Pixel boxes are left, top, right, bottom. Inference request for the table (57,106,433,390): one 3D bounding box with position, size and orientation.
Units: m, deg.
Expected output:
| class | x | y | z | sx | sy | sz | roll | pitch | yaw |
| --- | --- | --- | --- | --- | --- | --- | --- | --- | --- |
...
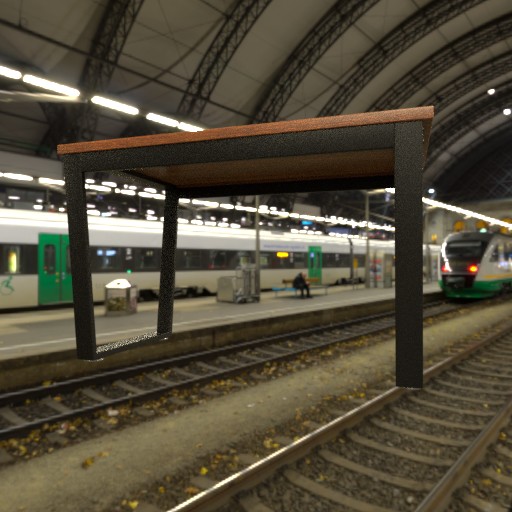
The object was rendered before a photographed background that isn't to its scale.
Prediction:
| class | x | y | z | sx | sy | sz | roll | pitch | yaw |
| --- | --- | --- | --- | --- | --- | --- | --- | --- | --- |
| table | 0.000 | 0.000 | 1.666 | 1.205 | 0.760 | 0.714 | 0 | -1 | 19 |
